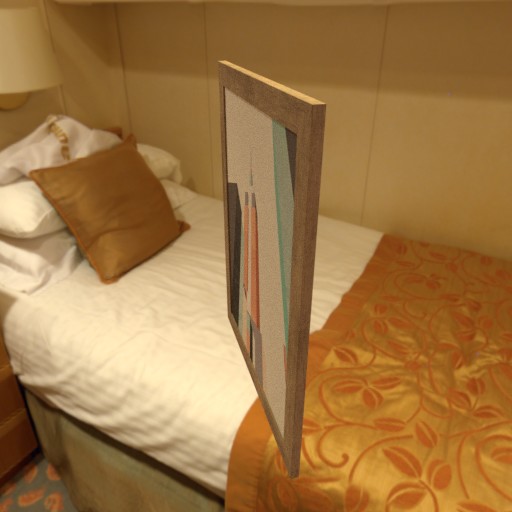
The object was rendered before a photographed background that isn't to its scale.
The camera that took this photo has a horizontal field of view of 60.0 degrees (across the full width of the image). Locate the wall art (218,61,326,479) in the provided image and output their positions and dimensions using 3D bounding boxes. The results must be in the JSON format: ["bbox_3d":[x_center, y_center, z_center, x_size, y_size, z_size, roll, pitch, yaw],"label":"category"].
[{"bbox_3d":[0.000,0.000,0.905,0.018,0.686,0.534,-8,30,-14],"label":"wall art"}]
